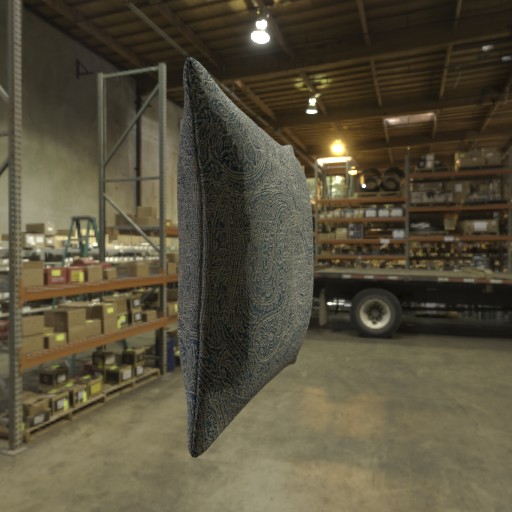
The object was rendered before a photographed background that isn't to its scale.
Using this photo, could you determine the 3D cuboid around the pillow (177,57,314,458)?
[{"bbox_3d":[0.000,0.000,0.797,0.166,0.510,0.523,0,1,19],"label":"pillow"}]
